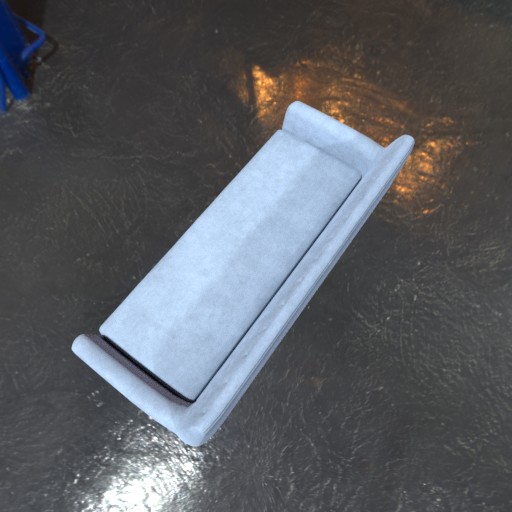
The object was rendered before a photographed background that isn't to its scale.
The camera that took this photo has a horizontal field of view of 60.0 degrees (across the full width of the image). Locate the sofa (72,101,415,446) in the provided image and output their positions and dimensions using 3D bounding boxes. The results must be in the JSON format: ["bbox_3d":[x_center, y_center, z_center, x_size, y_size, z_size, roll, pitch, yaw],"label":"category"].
[{"bbox_3d":[0.000,0.000,2.495,0.830,0.830,1.970,33,68,15],"label":"sofa"}]
